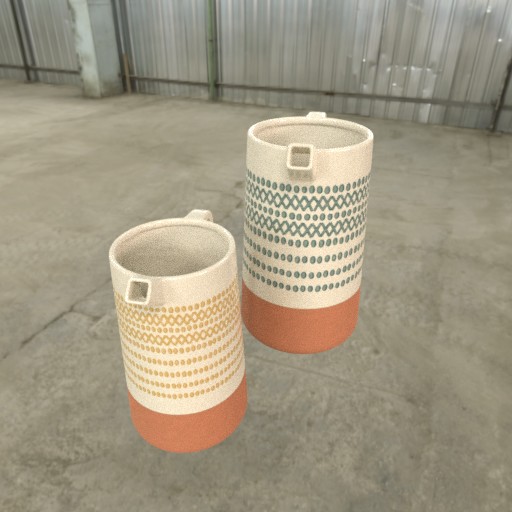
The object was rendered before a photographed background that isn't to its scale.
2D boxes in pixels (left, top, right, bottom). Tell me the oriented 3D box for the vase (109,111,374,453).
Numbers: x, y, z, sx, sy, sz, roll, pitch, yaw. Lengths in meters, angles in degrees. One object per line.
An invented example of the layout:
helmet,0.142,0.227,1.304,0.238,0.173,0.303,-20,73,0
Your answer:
vase,0.000,0.000,0.453,0.326,0.247,0.168,-22,37,-32
